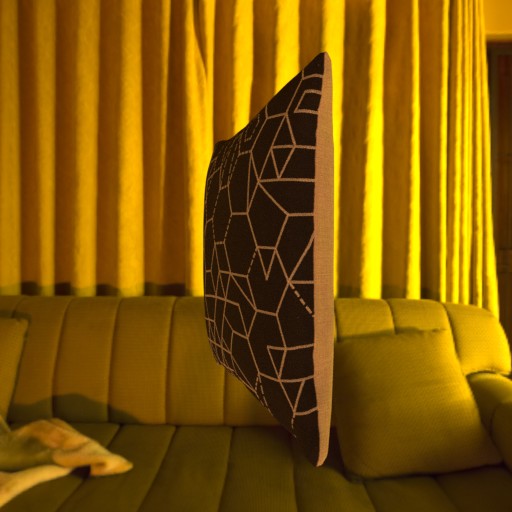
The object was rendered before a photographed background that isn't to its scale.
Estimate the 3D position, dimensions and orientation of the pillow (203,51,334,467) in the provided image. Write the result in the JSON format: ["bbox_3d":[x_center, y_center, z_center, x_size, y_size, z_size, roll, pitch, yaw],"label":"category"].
[{"bbox_3d":[0.000,0.000,0.779,0.158,0.508,0.517,0,1,-19],"label":"pillow"}]
